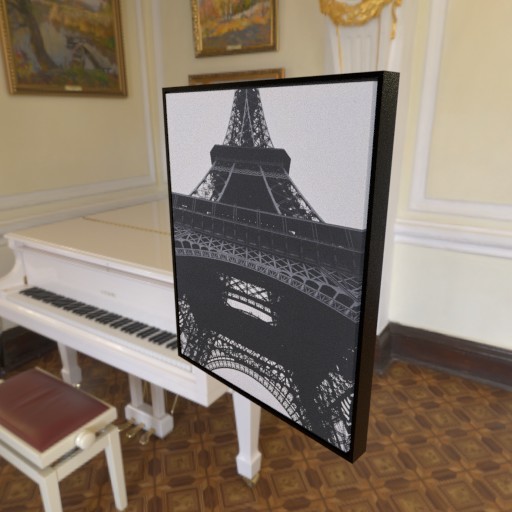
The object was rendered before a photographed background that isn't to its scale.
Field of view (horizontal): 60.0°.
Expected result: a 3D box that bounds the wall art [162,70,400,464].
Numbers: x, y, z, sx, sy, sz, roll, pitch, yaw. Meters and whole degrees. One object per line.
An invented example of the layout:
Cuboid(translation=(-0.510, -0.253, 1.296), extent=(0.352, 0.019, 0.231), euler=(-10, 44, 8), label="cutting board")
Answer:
Cuboid(translation=(0.000, 0.000, 0.753), extent=(0.039, 0.553, 0.451), euler=(-17, 24, -42), label="wall art")
